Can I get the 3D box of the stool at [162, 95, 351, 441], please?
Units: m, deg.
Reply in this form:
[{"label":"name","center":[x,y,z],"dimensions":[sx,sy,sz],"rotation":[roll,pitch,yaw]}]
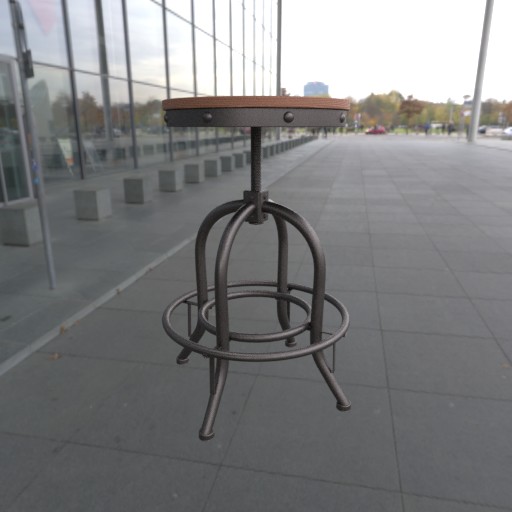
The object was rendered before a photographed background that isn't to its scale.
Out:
[{"label":"stool","center":[0.000,0.000,0.924],"dimensions":[0.439,0.609,0.439],"rotation":[8,18,26]}]
